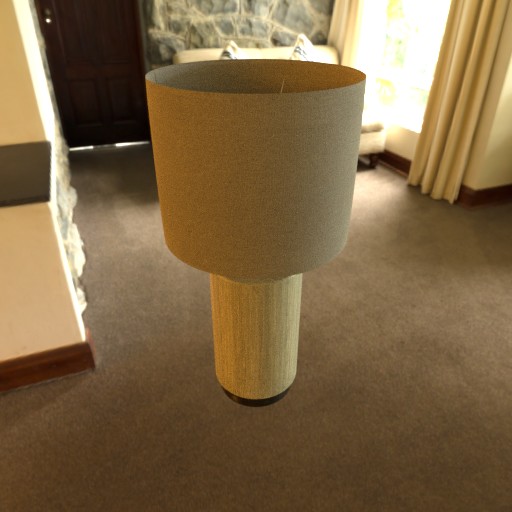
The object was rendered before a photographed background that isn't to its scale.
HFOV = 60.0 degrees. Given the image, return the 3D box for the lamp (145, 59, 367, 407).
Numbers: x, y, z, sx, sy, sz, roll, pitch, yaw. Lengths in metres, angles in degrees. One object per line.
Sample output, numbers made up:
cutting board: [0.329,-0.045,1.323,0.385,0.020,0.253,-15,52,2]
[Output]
lamp: [0.000,0.000,0.575,0.228,0.444,0.228,10,32,16]
